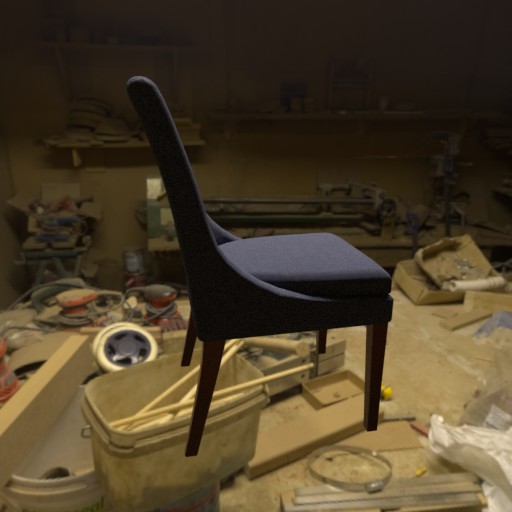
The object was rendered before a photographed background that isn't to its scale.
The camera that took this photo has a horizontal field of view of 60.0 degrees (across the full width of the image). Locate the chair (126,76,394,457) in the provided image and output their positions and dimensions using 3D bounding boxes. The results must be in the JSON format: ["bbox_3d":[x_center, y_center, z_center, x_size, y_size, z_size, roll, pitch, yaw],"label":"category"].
[{"bbox_3d":[0.000,0.000,1.318,0.655,0.952,0.508,-3,17,-10],"label":"chair"}]
